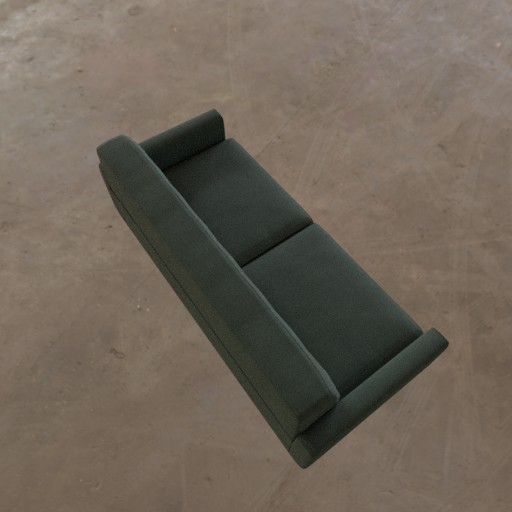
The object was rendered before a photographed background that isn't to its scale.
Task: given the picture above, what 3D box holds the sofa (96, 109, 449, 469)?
[{"bbox_3d":[0.000,0.000,2.522,0.909,0.841,2.029,-32,64,-18],"label":"sofa"}]
